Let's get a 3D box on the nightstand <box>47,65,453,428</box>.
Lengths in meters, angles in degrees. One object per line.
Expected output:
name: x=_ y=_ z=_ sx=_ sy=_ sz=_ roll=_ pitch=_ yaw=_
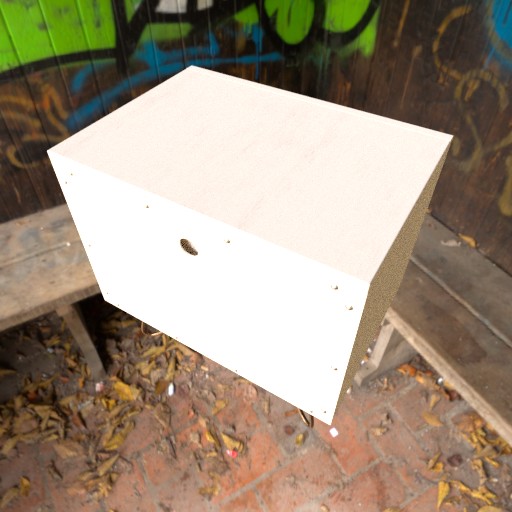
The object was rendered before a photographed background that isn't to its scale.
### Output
nightstand: x=0.000 y=0.000 z=1.035 sx=0.614 sy=0.604 sz=0.447 roll=23 pitch=50 yaw=21
